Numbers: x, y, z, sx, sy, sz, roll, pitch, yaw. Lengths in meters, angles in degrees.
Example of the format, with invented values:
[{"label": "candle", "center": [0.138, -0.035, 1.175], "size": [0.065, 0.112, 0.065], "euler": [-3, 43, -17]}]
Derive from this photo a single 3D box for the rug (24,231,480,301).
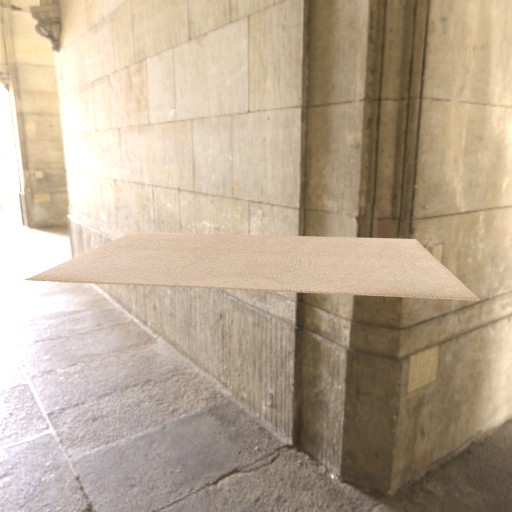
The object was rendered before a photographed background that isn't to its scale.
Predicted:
[{"label": "rug", "center": [0.000, 0.000, 3.075], "size": [2.440, 0.008, 1.524], "euler": [2, 14, 8]}]
